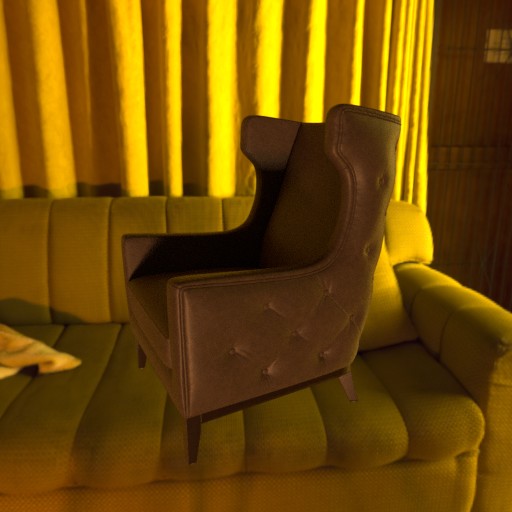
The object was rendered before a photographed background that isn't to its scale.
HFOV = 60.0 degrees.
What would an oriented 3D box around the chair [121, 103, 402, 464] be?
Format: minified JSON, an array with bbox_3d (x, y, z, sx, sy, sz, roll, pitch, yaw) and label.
[{"bbox_3d":[0.000,0.000,1.709,0.899,1.079,0.769,-7,16,-26],"label":"chair"}]
